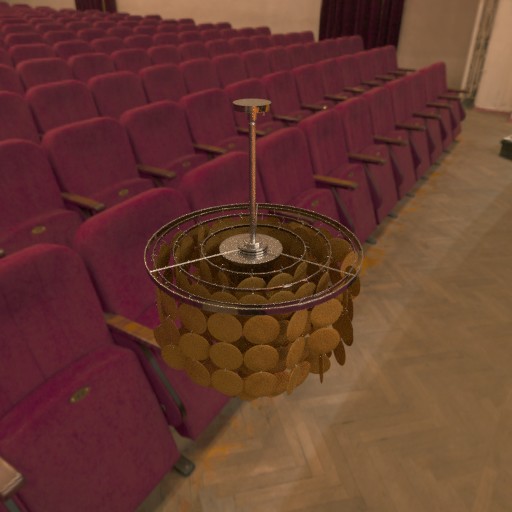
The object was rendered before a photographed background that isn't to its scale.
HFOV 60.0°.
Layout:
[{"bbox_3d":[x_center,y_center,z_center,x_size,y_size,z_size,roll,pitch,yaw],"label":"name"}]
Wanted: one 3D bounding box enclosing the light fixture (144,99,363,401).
[{"bbox_3d":[0.000,0.000,0.739,0.368,0.492,0.368,0,30,0],"label":"light fixture"}]
